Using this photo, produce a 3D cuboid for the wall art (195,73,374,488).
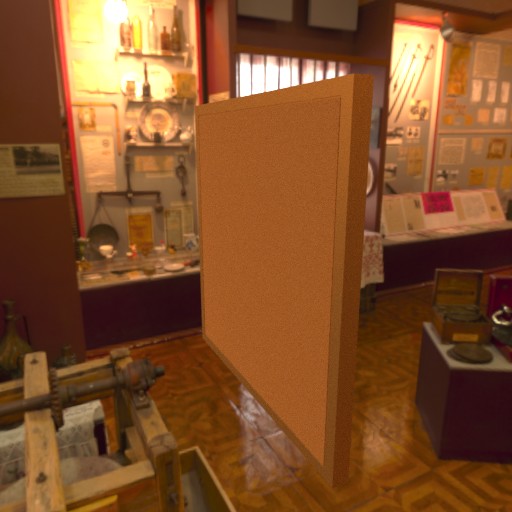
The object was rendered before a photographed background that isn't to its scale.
[{"bbox_3d":[0.000,0.000,2.818,0.099,1.926,1.926,-7,16,-25],"label":"wall art"}]
